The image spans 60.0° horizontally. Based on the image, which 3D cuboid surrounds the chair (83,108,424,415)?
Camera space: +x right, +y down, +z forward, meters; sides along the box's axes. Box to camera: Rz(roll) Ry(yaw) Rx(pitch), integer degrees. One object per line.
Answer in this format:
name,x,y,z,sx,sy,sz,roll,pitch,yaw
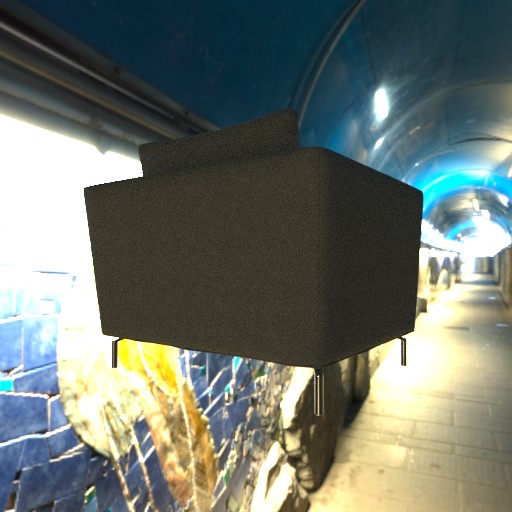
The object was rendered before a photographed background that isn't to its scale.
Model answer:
chair,0.000,0.000,1.715,1.041,0.864,0.889,-1,-1,36
